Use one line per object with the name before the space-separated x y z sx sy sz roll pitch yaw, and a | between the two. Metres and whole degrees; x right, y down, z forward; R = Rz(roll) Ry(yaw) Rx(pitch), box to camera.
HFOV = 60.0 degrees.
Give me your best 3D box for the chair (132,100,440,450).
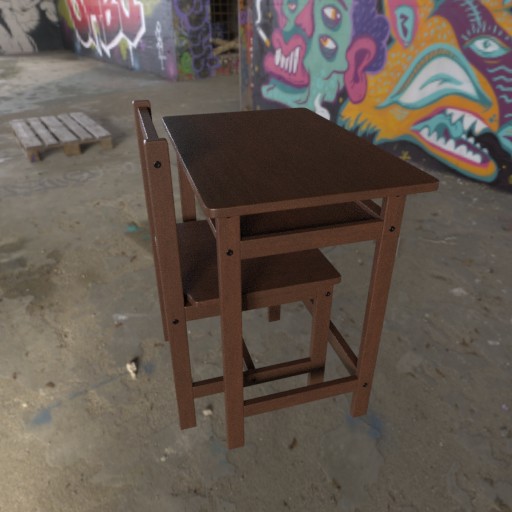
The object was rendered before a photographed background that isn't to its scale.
chair | 0.000 0.000 1.052 0.463 0.673 0.599 -9 31 -14
